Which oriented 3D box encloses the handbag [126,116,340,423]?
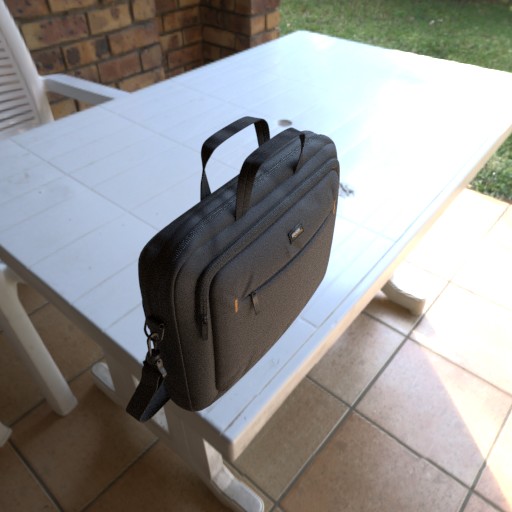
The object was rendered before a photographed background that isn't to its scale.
[{"bbox_3d":[0.000,0.000,0.434,0.089,0.244,0.320,25,47,26],"label":"handbag"}]
